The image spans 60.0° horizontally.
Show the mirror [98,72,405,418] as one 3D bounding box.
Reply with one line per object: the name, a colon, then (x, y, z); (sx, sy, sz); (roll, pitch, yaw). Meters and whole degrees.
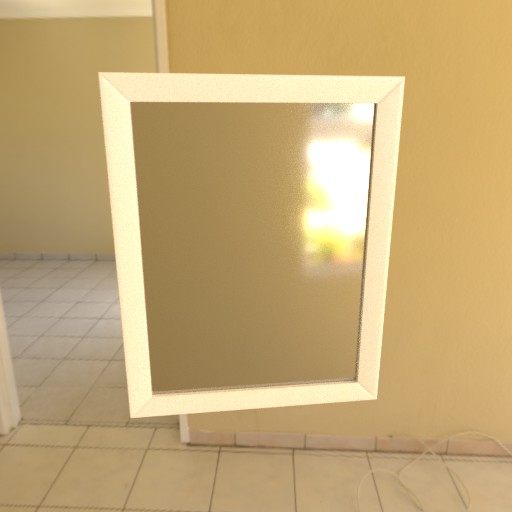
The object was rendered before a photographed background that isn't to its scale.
mirror: (0.000, 0.000, 0.672); (0.405, 0.508, 0.041); (-2, 16, -7)
